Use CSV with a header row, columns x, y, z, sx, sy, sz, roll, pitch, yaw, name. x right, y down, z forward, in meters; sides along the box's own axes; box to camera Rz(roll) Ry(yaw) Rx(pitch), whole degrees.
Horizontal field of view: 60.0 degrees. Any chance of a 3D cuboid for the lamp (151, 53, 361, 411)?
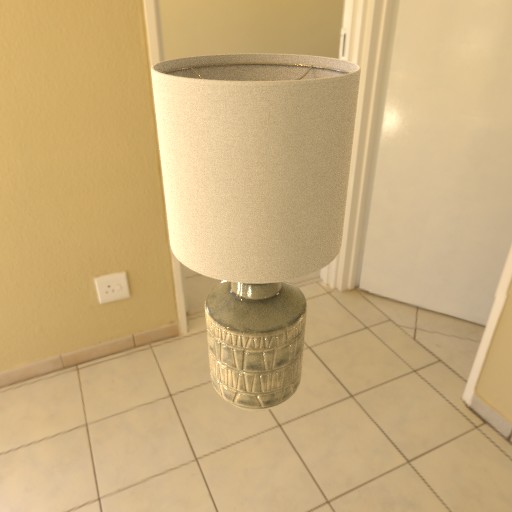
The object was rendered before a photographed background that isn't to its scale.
x,y,z,sx,sy,sz,roll,pitch,yaw,name
0.000,0.000,0.569,0.211,0.455,0.211,-19,35,-30,lamp
